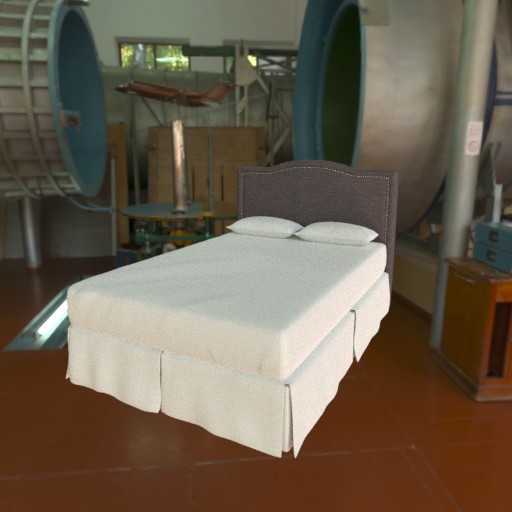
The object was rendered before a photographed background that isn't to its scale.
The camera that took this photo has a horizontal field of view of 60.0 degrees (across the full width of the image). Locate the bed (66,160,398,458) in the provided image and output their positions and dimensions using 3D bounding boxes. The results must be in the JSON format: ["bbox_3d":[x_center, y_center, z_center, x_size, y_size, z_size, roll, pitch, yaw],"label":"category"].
[{"bbox_3d":[0.000,0.000,3.536,1.741,1.441,2.507,7,16,27],"label":"bed"}]
